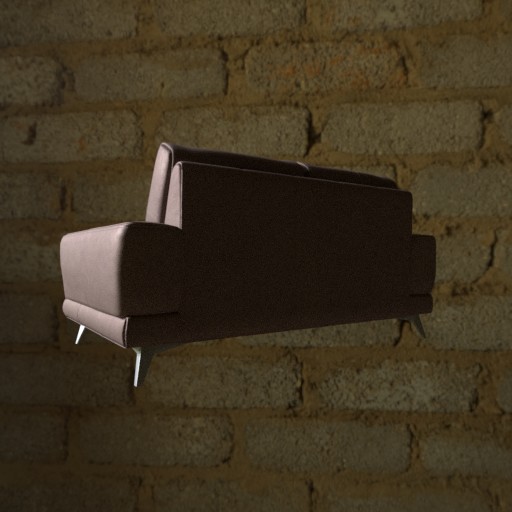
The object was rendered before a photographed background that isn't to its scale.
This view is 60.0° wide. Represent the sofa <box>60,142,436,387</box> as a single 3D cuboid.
[{"bbox_3d":[0.000,0.000,2.374,1.806,0.907,1.018,0,0,-34],"label":"sofa"}]
